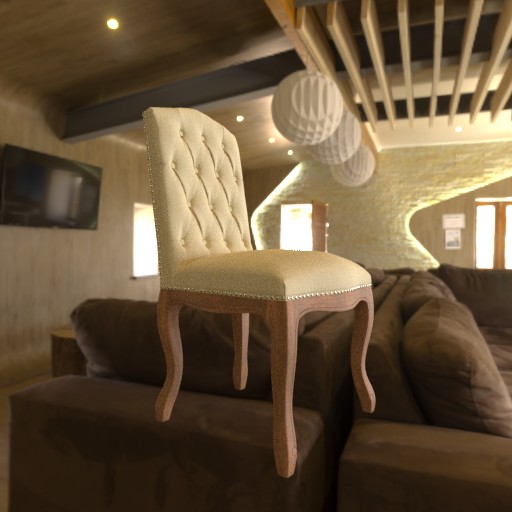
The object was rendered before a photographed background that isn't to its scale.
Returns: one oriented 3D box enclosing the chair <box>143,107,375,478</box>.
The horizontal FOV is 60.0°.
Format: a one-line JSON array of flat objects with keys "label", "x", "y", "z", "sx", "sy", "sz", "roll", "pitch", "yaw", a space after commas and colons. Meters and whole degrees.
[{"label": "chair", "x": 0.000, "y": 0.000, "z": 1.603, "sx": 0.715, "sy": 1.165, "sz": 0.623, "roll": 0, "pitch": 1, "yaw": 36}]
